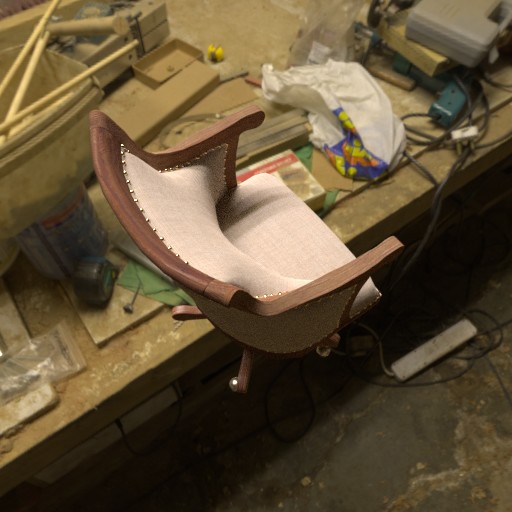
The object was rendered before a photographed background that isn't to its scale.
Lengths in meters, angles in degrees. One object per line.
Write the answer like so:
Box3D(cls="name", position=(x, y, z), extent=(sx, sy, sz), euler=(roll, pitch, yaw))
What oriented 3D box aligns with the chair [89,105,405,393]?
Box3D(cls="chair", position=(0.000, 0.000, 1.395), extent=(0.689, 0.965, 0.656), euler=(-30, 62, -18))
